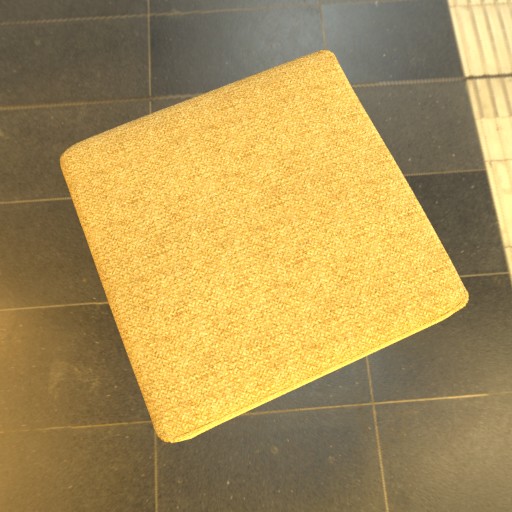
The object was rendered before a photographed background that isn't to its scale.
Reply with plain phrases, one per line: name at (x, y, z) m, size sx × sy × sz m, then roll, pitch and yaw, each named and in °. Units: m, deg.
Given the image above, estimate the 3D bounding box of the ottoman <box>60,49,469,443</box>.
ottoman at (0.000, 0.000, 0.879) m, size 0.512 × 0.441 × 0.505 m, roll -23°, pitch 76°, yaw -6°
